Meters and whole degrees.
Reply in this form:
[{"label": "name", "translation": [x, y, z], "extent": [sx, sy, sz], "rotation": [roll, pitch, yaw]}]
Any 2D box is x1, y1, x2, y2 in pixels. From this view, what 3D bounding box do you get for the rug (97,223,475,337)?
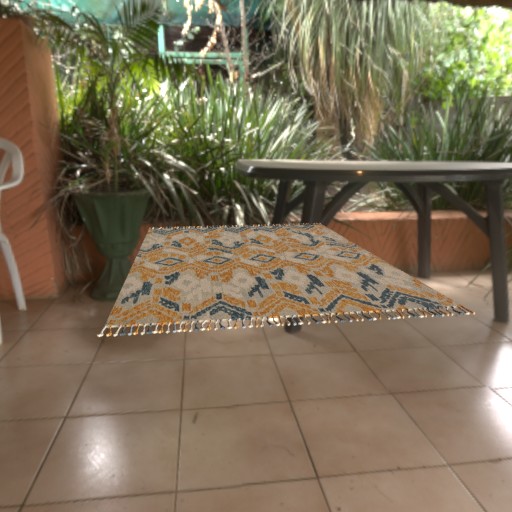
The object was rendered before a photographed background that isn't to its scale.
[{"label": "rug", "translation": [0.000, 0.000, 2.276], "extent": [1.230, 0.008, 1.827], "rotation": [-2, 14, -8]}]
